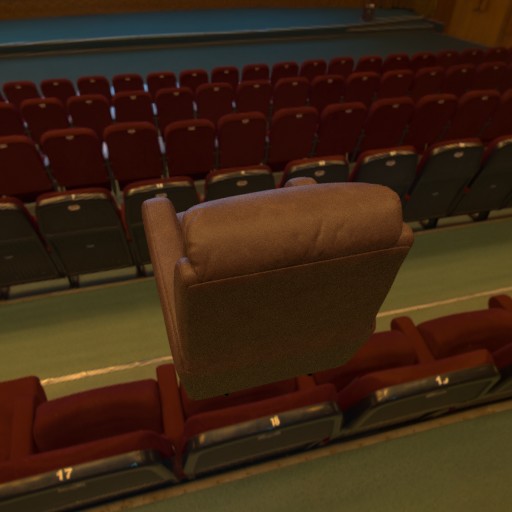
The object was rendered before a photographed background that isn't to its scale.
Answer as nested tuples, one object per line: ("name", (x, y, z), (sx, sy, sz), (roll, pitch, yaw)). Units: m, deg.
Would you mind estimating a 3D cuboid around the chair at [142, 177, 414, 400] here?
("chair", (0.000, 0.000, 1.835), (0.865, 1.067, 1.067), (-10, 41, -12))
